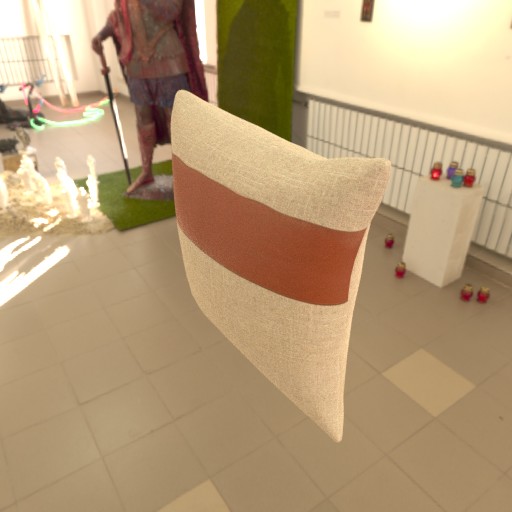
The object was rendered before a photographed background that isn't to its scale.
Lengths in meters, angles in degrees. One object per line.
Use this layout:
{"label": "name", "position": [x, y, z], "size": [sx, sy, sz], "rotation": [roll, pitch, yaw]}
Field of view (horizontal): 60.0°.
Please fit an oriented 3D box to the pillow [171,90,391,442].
{"label": "pillow", "position": [0.000, 0.000, 0.643], "size": [0.173, 0.399, 0.414], "rotation": [-20, 36, -29]}
